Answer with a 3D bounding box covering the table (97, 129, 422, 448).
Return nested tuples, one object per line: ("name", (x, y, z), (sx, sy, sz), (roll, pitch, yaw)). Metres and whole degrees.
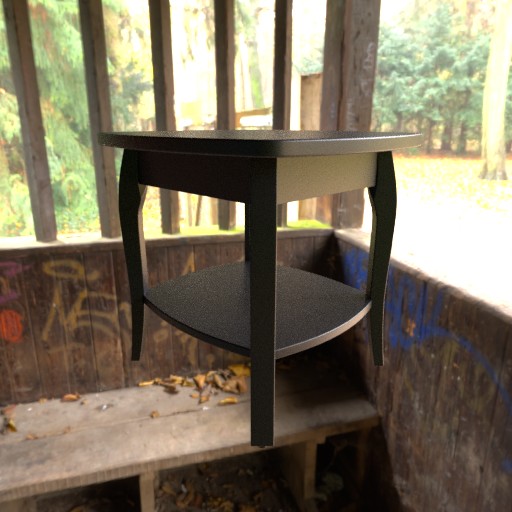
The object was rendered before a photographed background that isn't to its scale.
("table", (0.000, 0.000, 0.853), (0.457, 0.457, 0.508), (-16, 23, -42))
